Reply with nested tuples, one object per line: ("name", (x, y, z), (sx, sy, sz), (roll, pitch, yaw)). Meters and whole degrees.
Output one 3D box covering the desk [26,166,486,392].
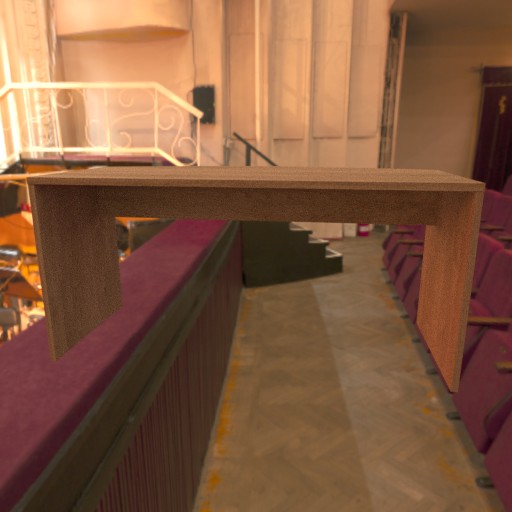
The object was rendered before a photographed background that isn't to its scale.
("desk", (0.000, 0.000, 2.006), (1.600, 0.752, 0.802), (2, 15, 8))
